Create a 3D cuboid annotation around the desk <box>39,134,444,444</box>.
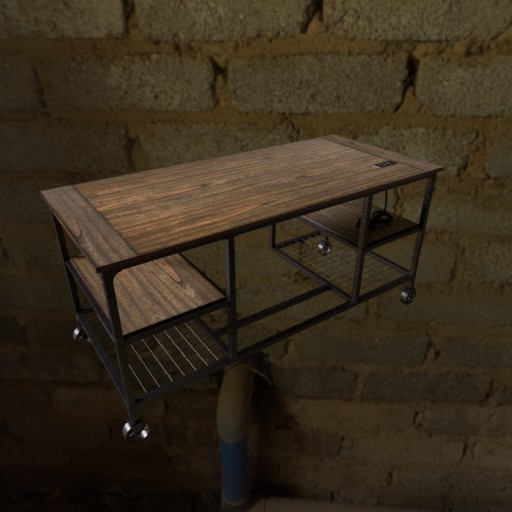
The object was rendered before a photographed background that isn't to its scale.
[{"bbox_3d":[0.000,0.000,2.037,1.590,0.751,0.711,-19,34,-30],"label":"desk"}]
